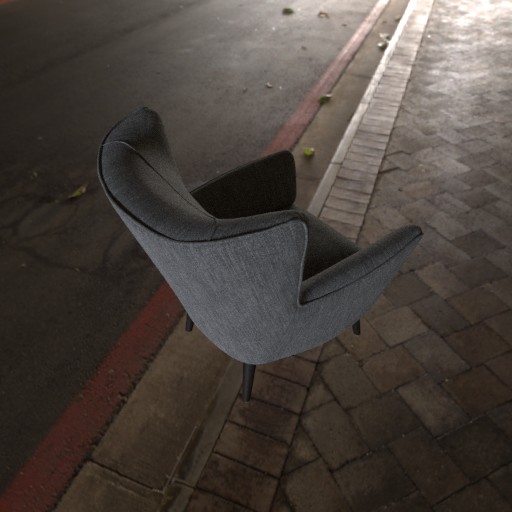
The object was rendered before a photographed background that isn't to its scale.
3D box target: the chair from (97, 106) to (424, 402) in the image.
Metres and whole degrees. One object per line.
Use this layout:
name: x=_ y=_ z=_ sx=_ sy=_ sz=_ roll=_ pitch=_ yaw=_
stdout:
chair: x=0.000 y=0.000 z=1.590 sx=0.888 sy=0.933 sz=0.781 roll=-26 pitch=47 yaw=-27
